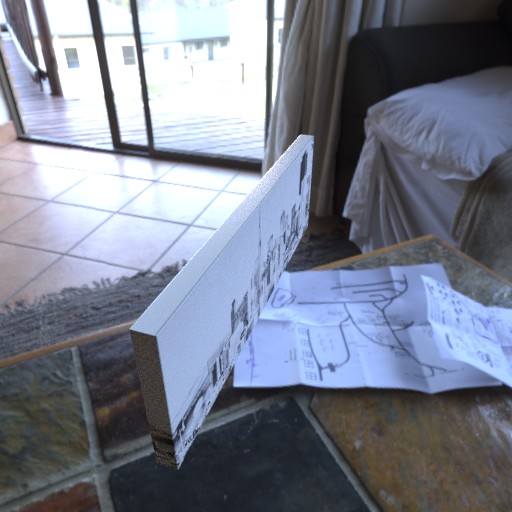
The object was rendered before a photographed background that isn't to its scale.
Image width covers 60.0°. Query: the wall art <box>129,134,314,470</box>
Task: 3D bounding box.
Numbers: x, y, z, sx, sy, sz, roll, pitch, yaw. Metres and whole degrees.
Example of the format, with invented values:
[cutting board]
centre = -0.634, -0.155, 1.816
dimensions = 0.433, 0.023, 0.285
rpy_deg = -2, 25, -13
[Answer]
[wall art]
centre = 0.000, 0.000, 0.872
dimensions = 0.036, 0.256, 0.766
rpy_deg = 11, 34, 16
